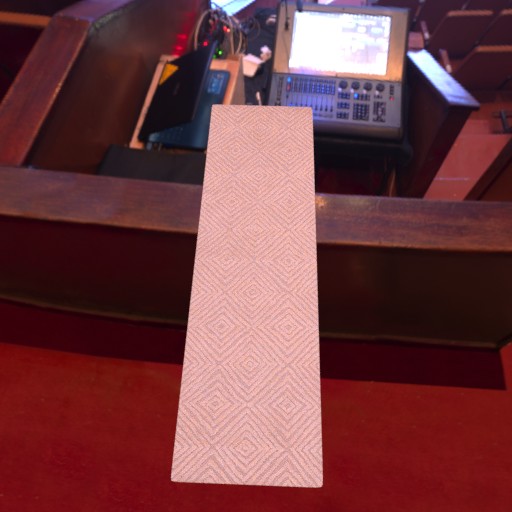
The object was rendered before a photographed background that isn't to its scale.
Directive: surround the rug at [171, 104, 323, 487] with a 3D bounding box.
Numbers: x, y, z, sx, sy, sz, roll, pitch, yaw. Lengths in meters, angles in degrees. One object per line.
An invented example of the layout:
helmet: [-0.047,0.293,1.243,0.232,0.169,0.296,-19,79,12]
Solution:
rug: [0.000,0.000,2.482,0.676,0.008,2.277,2,63,1]
